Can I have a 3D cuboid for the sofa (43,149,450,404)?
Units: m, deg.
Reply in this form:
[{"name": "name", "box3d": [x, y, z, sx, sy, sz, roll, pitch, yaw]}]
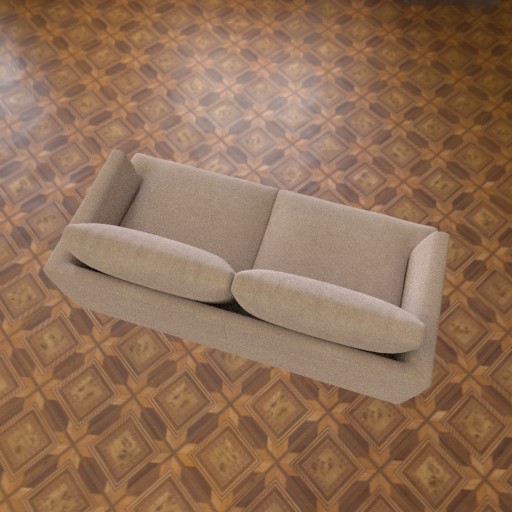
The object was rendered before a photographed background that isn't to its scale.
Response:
[{"name": "sofa", "box3d": [0.000, 0.000, 2.495, 1.948, 0.868, 1.020, 15, 64, 8]}]
